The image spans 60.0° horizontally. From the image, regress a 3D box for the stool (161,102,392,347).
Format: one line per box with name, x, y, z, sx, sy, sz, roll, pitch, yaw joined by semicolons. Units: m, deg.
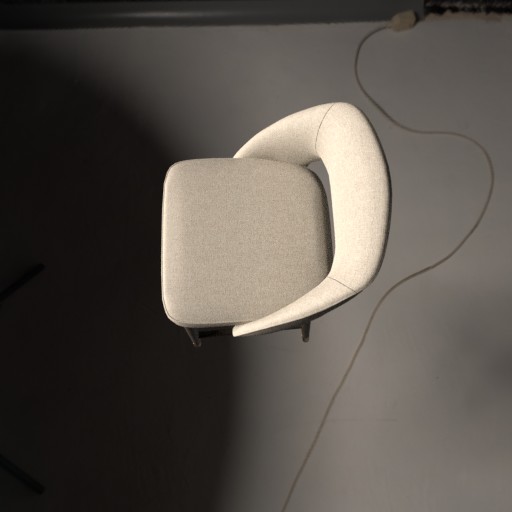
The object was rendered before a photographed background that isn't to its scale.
stool;0.000;0.000;1.322;0.509;1.037;0.494;-2;75;-1
